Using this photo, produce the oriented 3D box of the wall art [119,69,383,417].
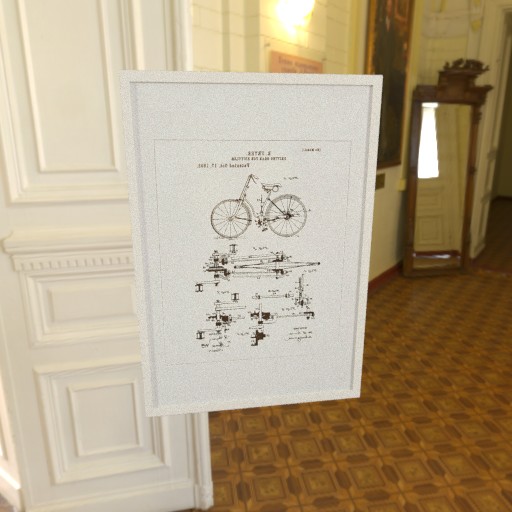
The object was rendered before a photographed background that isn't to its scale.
[{"bbox_3d":[0.000,0.000,0.622,0.332,0.477,0.015,-2,16,-9],"label":"wall art"}]
